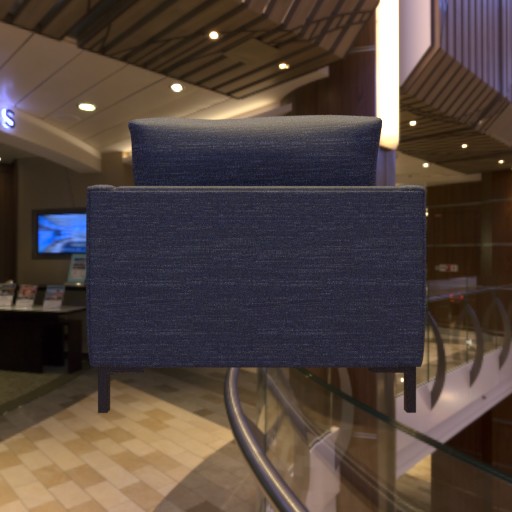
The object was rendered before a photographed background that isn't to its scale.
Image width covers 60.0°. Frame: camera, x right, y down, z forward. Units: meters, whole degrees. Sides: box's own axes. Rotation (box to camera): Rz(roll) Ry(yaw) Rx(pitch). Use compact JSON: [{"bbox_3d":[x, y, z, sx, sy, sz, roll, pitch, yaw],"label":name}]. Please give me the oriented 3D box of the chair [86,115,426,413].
[{"bbox_3d":[0.000,0.000,1.633,0.963,0.861,0.866,0,0,0],"label":"chair"}]
